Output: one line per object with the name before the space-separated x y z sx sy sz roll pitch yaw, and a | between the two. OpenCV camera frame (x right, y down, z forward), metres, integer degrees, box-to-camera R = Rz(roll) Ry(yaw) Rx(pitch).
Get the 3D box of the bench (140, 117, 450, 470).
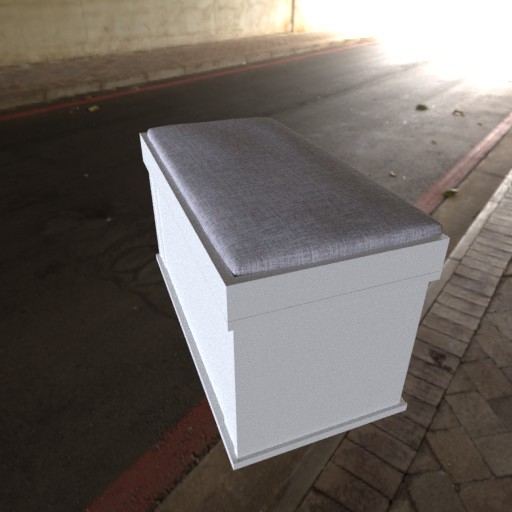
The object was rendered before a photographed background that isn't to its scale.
bench | 0.000 0.000 1.007 0.362 0.461 0.734 -11 33 -18
